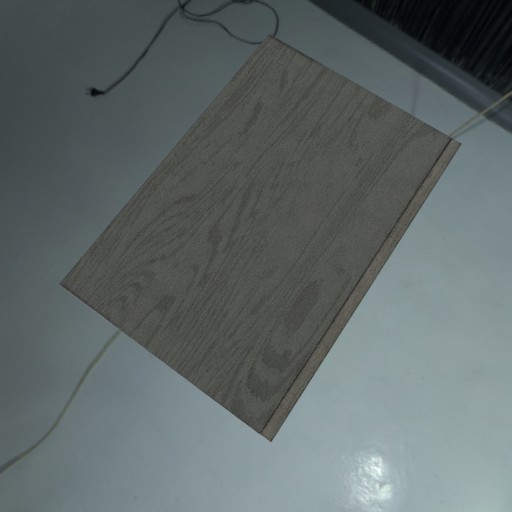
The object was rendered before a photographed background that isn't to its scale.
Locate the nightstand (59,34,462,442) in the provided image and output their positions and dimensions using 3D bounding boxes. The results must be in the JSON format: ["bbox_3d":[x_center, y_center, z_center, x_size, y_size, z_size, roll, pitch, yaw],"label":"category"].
[{"bbox_3d":[0.000,0.000,1.089,0.483,0.673,0.612,34,77,9],"label":"nightstand"}]
